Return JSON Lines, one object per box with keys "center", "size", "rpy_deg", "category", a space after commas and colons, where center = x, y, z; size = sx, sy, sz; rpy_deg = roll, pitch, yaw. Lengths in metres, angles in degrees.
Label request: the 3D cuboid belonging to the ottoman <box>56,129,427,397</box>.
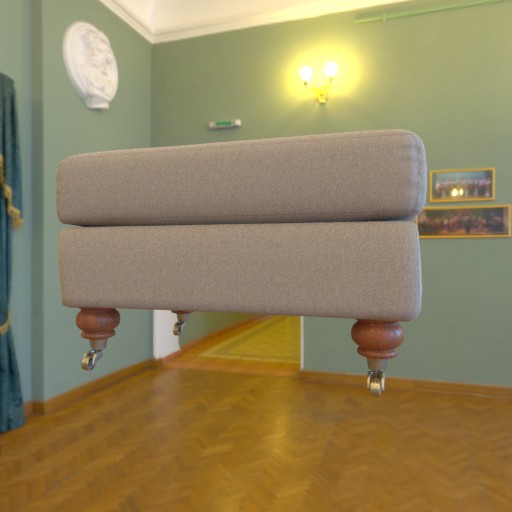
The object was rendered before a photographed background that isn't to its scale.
{"center": [0.000, 0.000, 1.108], "size": [0.773, 0.497, 0.574], "rpy_deg": [0, 1, 17], "category": "ottoman"}
